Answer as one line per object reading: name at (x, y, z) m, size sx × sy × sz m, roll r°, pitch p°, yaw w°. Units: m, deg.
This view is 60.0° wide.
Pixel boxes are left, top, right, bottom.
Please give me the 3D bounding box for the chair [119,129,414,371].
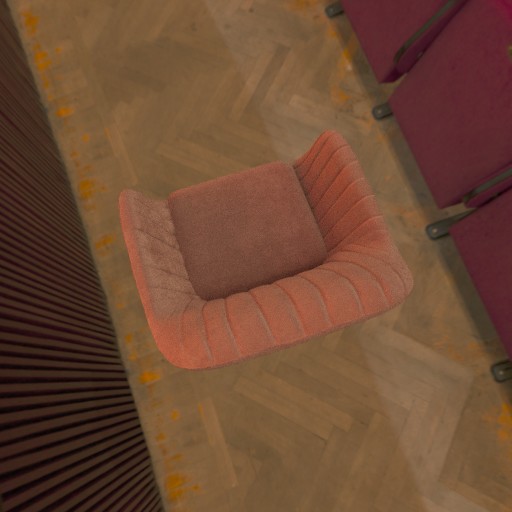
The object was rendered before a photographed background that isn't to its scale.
chair at (0.000, 0.000, 1.250) m, size 0.610 × 0.832 × 0.570 m, roll -18°, pitch 75°, yaw -5°
